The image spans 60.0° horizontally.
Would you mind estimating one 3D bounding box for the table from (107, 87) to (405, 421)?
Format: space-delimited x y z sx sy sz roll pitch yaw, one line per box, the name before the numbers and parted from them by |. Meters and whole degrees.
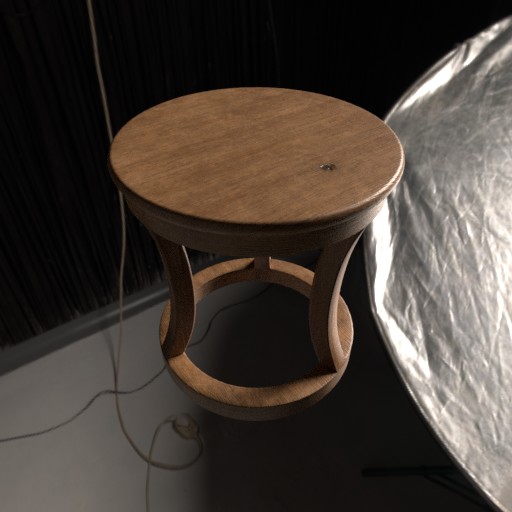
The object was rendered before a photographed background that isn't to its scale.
table | 0.000 0.000 0.808 0.432 0.460 0.432 0 40 0
